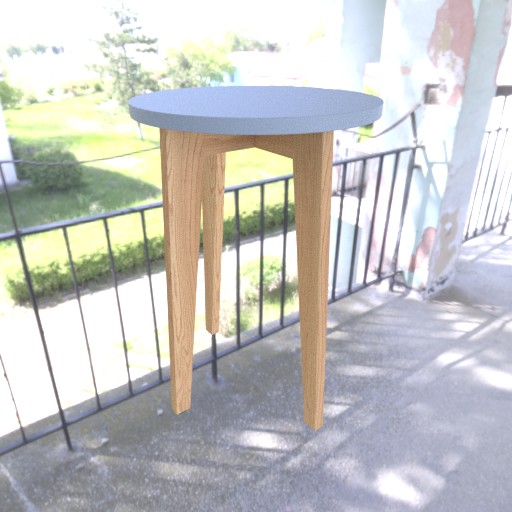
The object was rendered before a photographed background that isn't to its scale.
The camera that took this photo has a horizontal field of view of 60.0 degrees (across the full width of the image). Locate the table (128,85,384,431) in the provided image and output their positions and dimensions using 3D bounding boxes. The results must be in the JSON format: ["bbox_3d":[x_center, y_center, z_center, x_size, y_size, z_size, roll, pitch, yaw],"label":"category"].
[{"bbox_3d":[0.000,0.000,0.738,0.350,0.500,0.350,0,26,0],"label":"table"}]
